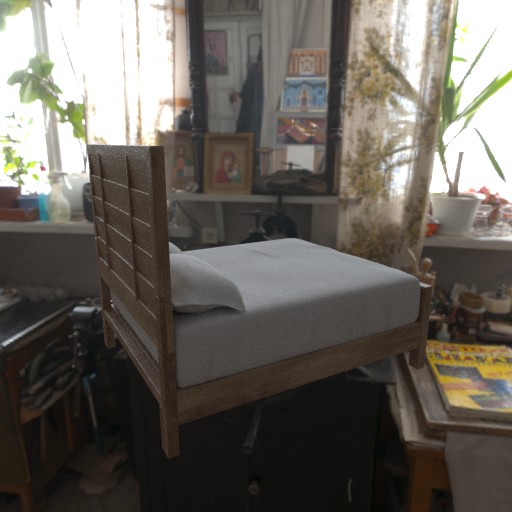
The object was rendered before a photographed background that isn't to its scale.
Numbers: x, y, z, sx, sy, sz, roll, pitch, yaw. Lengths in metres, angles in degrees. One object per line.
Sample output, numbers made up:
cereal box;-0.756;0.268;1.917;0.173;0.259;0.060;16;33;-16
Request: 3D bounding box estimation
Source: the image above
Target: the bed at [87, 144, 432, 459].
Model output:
bed;0.000;0.000;3.336;2.017;1.631;1.615;-8;17;-29
